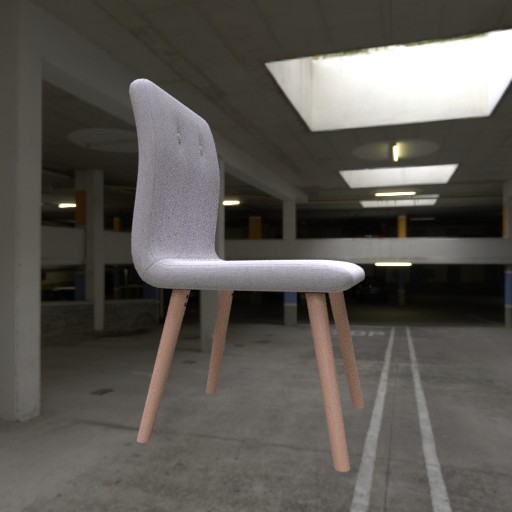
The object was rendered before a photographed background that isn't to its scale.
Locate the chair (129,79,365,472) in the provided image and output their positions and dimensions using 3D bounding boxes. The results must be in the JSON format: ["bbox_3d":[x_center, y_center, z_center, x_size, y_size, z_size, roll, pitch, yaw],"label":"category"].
[{"bbox_3d":[0.000,0.000,1.192,0.550,0.885,0.435,0,0,18],"label":"chair"}]
